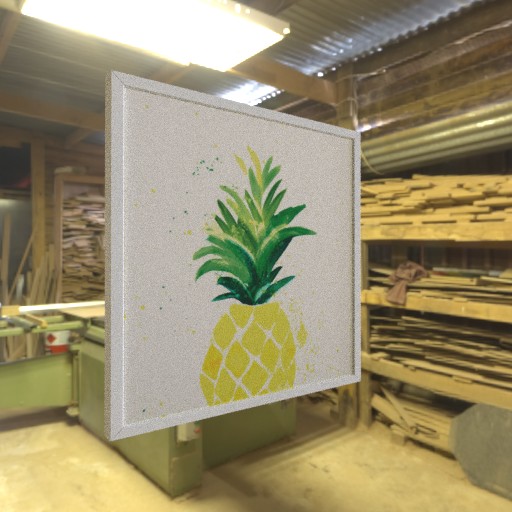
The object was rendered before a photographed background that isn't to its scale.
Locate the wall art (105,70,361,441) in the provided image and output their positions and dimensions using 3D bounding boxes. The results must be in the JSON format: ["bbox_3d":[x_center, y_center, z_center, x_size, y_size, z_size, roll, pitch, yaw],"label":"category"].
[{"bbox_3d":[0.000,0.000,1.147,0.763,0.761,0.038,0,0,-36],"label":"wall art"}]
